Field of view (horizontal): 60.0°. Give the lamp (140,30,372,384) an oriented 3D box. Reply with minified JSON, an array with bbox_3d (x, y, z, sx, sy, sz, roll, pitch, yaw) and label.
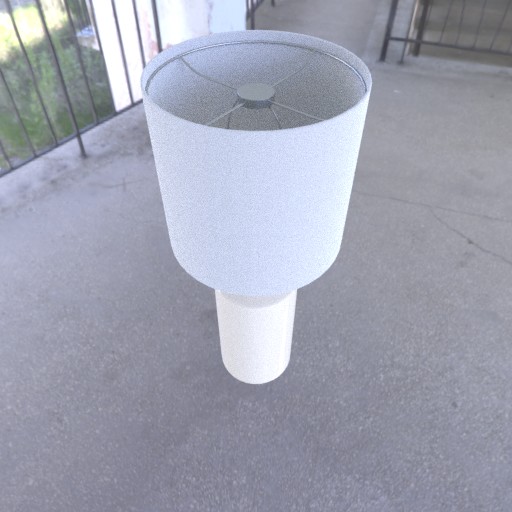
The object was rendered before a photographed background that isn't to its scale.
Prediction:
[{"bbox_3d":[0.000,0.000,0.588,0.212,0.493,0.212,30,53,25],"label":"lamp"}]
